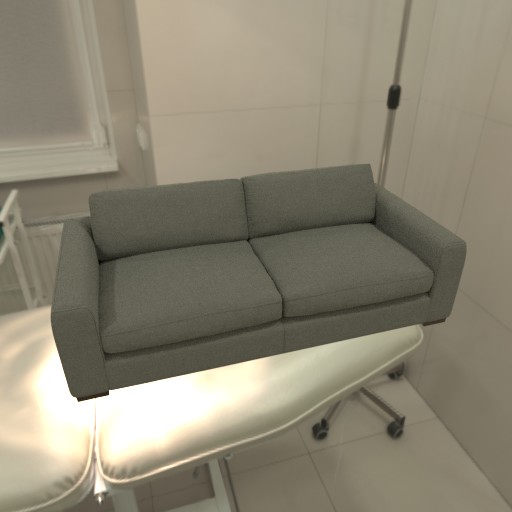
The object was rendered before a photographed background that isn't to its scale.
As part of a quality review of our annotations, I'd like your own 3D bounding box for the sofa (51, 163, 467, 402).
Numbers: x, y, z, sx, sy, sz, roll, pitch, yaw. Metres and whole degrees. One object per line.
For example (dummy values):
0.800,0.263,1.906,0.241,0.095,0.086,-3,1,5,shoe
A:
0.000,0.000,2.734,2.262,0.801,1.070,-9,31,-15,sofa
